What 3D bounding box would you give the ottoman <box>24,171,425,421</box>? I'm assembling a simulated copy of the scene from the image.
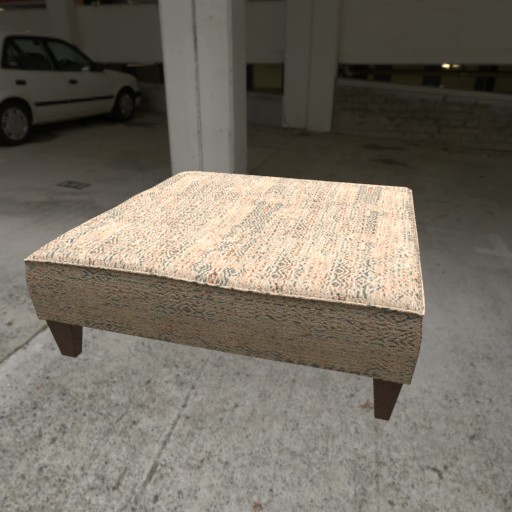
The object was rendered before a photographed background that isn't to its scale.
[{"bbox_3d":[0.000,0.000,1.500,1.004,0.356,0.968,7,25,15],"label":"ottoman"}]
